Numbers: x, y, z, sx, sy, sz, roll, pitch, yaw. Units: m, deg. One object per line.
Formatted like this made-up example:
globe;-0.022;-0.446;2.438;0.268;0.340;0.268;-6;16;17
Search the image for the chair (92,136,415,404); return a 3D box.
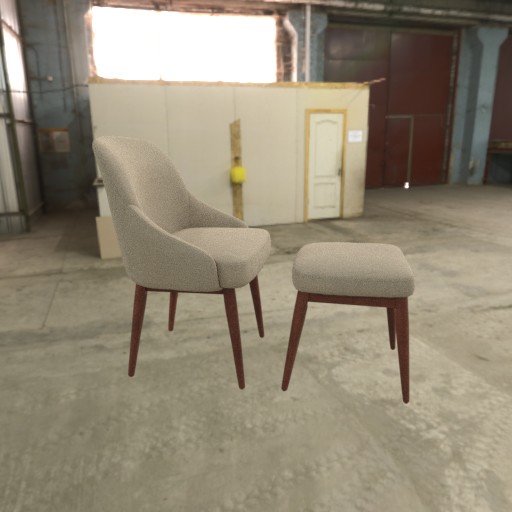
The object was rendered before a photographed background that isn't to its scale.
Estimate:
chair;0.000;0.000;1.656;1.114;0.866;0.584;3;15;10
